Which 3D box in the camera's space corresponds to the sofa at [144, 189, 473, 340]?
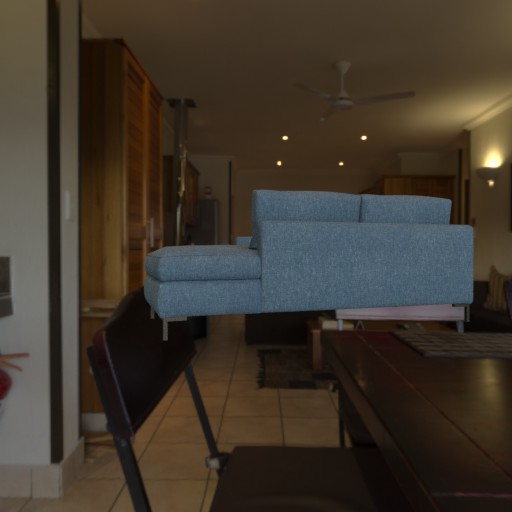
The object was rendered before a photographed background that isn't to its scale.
[{"bbox_3d":[0.000,0.000,3.898,2.007,0.815,2.949,0,1,-18],"label":"sofa"}]
